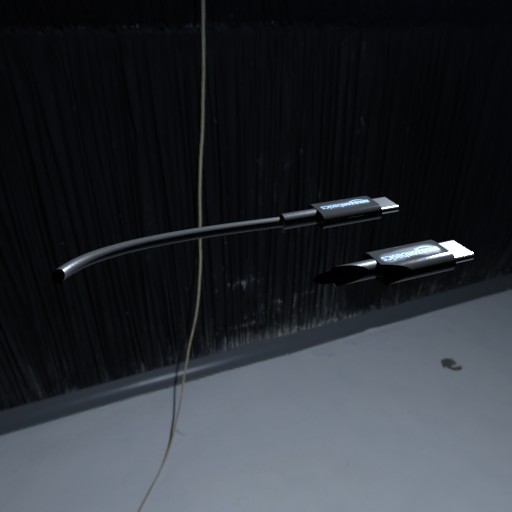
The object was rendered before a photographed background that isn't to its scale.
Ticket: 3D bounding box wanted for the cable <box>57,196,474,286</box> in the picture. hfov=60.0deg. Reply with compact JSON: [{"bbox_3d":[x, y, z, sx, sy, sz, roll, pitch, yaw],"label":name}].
[{"bbox_3d":[0.000,0.000,0.108,0.098,0.005,0.041,-11,32,-17],"label":"cable"}]
